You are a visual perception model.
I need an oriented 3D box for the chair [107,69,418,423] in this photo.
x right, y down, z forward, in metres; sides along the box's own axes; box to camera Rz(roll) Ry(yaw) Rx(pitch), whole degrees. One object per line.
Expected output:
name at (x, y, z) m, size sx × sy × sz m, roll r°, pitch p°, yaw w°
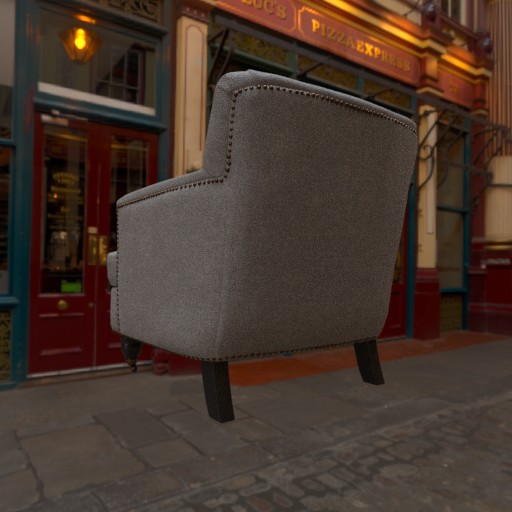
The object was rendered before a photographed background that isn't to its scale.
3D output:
chair at (0.000, 0.000, 1.480) m, size 0.737 × 0.823 × 0.902 m, roll 1°, pitch -2°, yaw -36°
